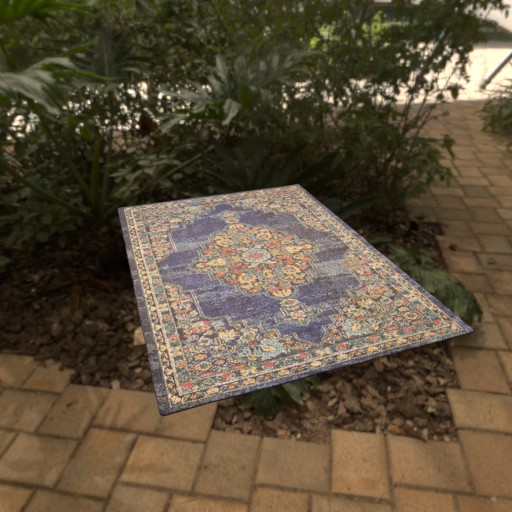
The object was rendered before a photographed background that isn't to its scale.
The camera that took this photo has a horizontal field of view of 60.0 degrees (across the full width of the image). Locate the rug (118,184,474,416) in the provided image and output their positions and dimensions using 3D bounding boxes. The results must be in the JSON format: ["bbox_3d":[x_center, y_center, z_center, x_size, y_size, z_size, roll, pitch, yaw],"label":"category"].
[{"bbox_3d":[0.000,0.000,2.964,1.630,0.009,2.232,-10,32,-17],"label":"rug"}]
